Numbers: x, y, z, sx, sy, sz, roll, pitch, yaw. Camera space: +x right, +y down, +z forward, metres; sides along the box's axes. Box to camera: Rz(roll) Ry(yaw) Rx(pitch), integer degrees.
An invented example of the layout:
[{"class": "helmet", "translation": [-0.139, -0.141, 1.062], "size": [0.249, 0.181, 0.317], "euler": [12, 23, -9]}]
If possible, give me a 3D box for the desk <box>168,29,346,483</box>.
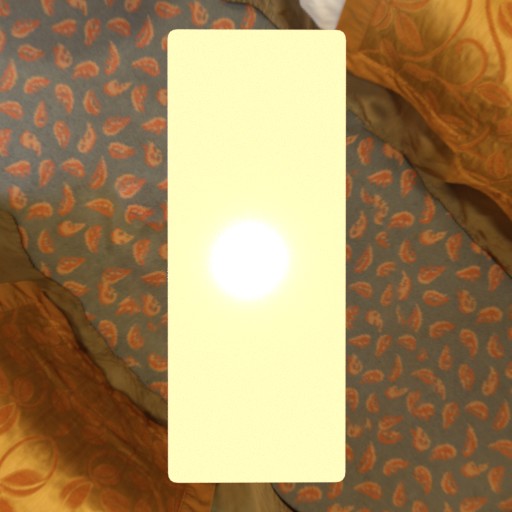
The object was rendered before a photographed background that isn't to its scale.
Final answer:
[{"class": "desk", "translation": [0.000, 0.000, 1.750], "size": [0.550, 0.762, 1.400], "euler": [0, 90, 0]}]
